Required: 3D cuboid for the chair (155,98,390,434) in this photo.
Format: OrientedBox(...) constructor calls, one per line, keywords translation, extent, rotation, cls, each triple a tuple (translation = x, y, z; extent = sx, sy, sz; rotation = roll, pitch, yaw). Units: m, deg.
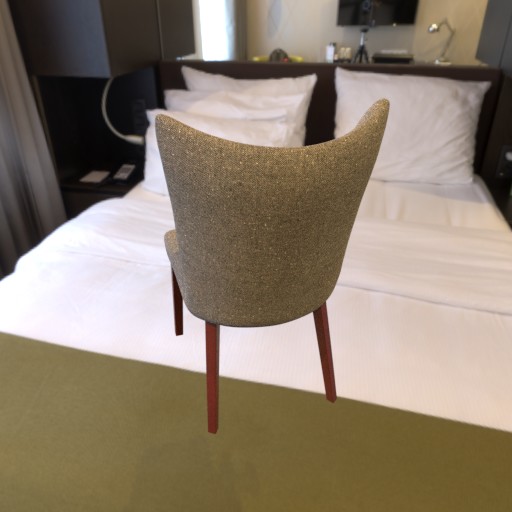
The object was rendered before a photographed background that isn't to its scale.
OrientedBox(translation=(0.000, 0.000, 1.315), extent=(0.535, 0.924, 0.623), rotation=(-9, 30, -15), cls="chair")
